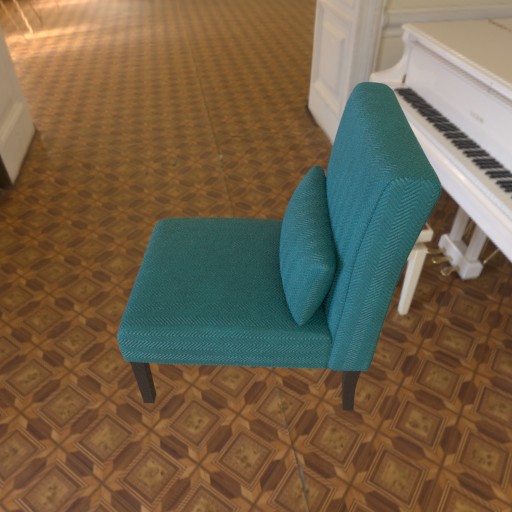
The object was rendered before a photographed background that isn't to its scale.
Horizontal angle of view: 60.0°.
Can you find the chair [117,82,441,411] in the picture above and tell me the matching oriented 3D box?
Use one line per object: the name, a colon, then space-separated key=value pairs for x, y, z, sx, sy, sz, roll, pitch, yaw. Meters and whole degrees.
chair: x=0.000 y=0.000 z=1.427 sx=0.808 sy=0.927 sz=0.579 roll=2 pitch=41 yaw=2
